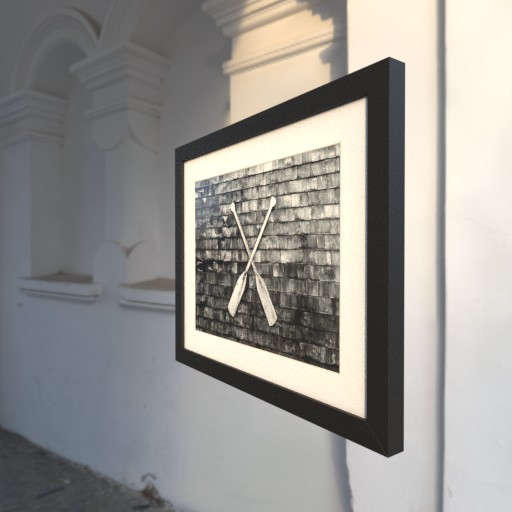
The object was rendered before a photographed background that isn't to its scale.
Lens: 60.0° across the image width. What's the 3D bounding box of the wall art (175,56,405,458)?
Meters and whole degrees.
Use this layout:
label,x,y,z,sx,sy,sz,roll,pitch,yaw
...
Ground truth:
label,x,y,z,sx,sy,sz,roll,pitch,yaw
wall art,0.000,0.000,0.739,0.029,0.457,0.558,0,1,-36
